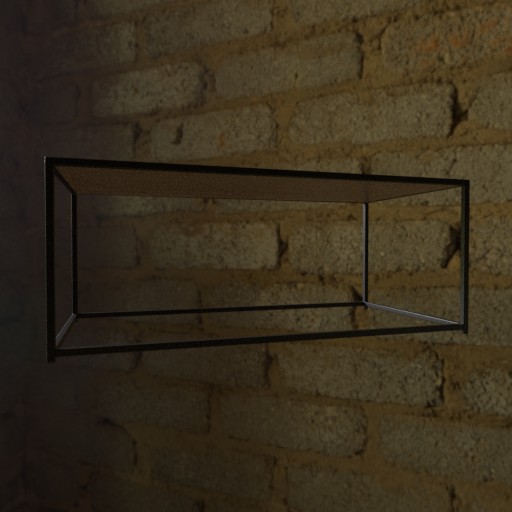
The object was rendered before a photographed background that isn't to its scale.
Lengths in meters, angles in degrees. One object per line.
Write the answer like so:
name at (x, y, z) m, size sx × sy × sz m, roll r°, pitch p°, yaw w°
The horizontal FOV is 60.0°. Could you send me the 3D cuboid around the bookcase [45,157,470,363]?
bookcase at (0.000, 0.000, 1.237) m, size 1.000 × 0.400 × 0.500 m, roll 0°, pitch 1°, yaw -17°
